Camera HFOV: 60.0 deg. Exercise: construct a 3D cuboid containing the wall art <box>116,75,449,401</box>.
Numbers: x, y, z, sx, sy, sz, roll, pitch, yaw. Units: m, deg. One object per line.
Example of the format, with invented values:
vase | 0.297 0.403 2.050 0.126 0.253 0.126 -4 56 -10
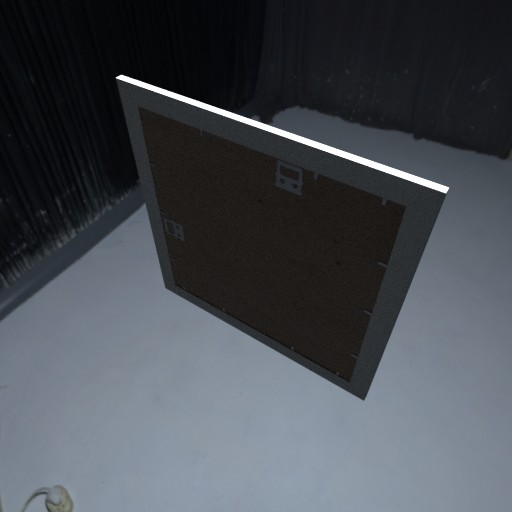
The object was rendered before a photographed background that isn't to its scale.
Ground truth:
wall art | 0.000 0.000 0.889 0.584 0.584 0.013 26 52 22
